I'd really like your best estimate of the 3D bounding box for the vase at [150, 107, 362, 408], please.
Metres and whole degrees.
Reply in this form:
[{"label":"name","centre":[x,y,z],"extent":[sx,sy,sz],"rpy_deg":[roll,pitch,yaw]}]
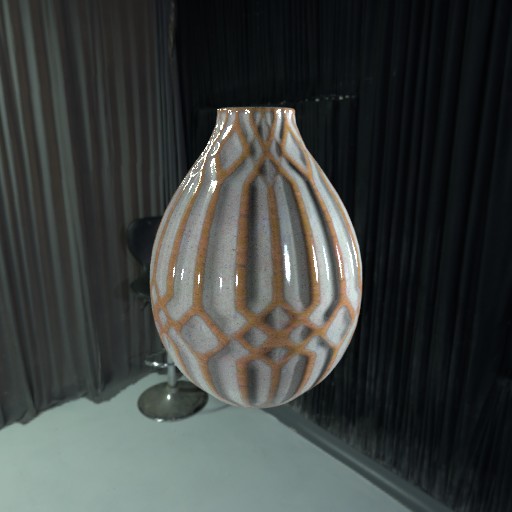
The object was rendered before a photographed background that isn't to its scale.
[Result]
[{"label":"vase","centre":[0.000,0.000,0.277],"extent":[0.131,0.175,0.131],"rpy_deg":[0,16,0]}]
